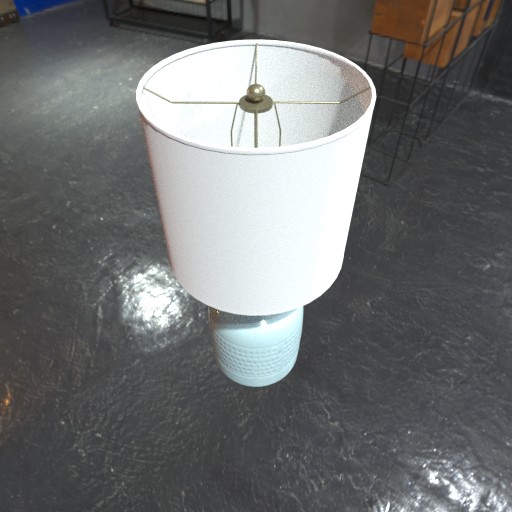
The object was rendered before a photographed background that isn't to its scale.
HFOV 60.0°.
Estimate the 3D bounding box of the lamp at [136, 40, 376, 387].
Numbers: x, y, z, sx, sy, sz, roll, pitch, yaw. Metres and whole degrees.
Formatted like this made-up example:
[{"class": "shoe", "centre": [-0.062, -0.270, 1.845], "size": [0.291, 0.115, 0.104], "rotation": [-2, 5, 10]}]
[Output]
[{"class": "lamp", "centre": [0.000, 0.000, 1.096], "size": [0.418, 0.871, 0.418], "rotation": [30, 53, 26]}]
